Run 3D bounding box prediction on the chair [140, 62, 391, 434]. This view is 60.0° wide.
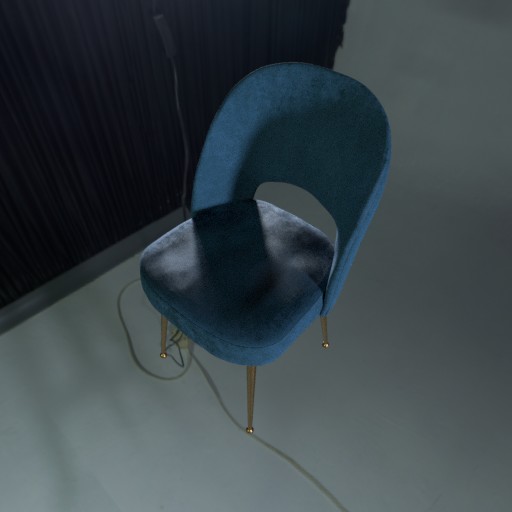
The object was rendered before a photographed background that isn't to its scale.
[{"bbox_3d":[0.000,0.000,1.239,0.527,0.860,0.577,32,54,27],"label":"chair"}]
